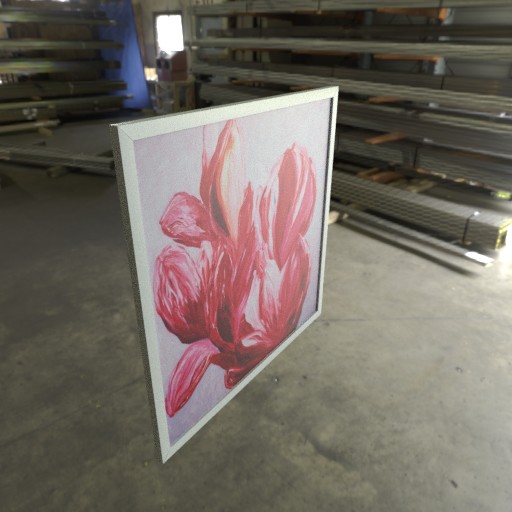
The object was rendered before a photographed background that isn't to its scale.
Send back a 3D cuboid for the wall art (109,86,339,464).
[{"bbox_3d":[0.000,0.000,1.201,0.022,0.803,0.805,18,31,32],"label":"wall art"}]
